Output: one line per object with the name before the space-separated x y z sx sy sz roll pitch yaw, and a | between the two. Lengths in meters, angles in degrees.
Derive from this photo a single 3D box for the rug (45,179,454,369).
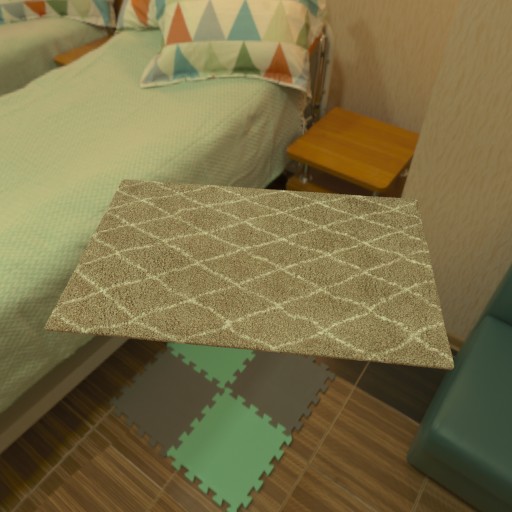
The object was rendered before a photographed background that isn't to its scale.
rug | 0.000 0.000 3.132 2.438 0.030 1.524 5 46 4
